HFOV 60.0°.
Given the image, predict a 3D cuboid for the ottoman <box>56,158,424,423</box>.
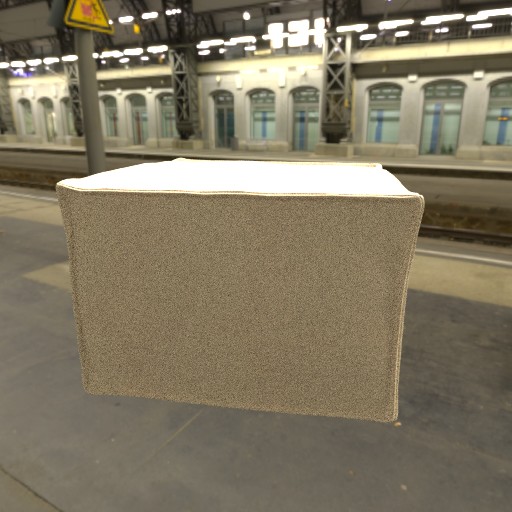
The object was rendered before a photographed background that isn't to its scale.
[{"bbox_3d":[0.000,0.000,1.158,0.696,0.470,0.707,3,17,9],"label":"ottoman"}]
